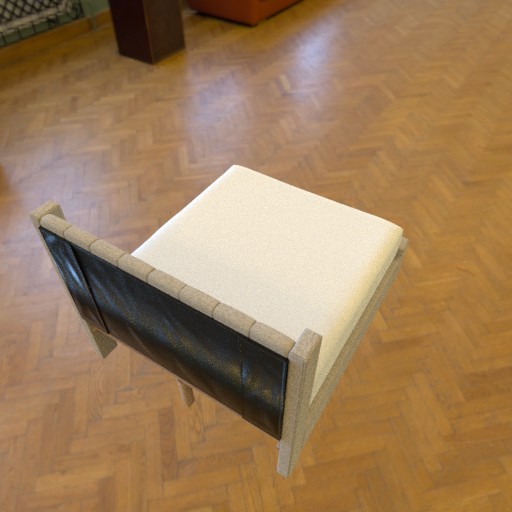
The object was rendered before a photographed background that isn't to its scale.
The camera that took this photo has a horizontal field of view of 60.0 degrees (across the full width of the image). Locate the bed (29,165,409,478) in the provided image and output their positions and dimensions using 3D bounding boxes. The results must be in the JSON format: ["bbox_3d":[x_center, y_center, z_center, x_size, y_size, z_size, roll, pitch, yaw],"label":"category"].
[{"bbox_3d":[0.000,0.000,3.812,2.044,1.748,2.372,24,51,22],"label":"bed"}]
